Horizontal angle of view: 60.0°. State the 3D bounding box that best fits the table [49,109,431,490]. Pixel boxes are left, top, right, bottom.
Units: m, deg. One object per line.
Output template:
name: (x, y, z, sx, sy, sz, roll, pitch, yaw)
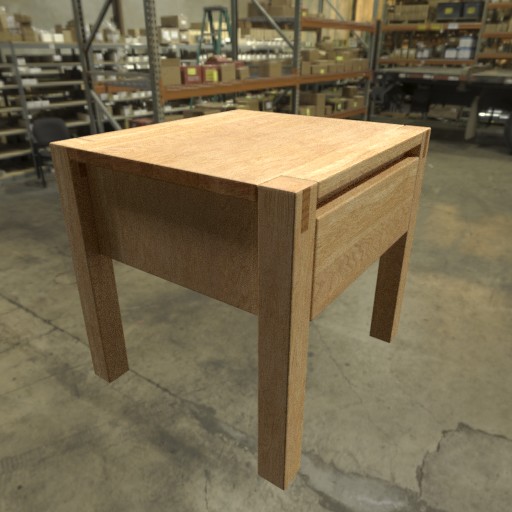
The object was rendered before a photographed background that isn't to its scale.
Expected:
table: (0.000, 0.000, 0.837, 0.440, 0.450, 0.480, 17, 30, 31)
